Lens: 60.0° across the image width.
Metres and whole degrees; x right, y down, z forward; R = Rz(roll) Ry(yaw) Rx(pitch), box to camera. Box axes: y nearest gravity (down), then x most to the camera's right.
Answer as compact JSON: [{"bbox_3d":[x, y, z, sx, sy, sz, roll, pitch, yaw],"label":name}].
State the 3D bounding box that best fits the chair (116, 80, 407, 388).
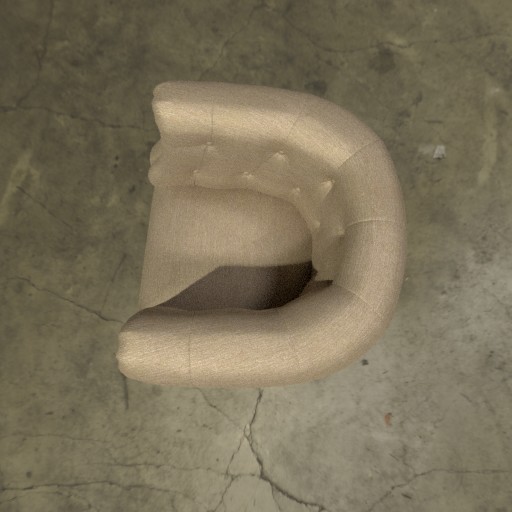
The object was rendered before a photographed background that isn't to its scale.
[{"bbox_3d":[0.000,0.000,1.570,0.852,0.827,0.905,3,74,1],"label":"chair"}]
